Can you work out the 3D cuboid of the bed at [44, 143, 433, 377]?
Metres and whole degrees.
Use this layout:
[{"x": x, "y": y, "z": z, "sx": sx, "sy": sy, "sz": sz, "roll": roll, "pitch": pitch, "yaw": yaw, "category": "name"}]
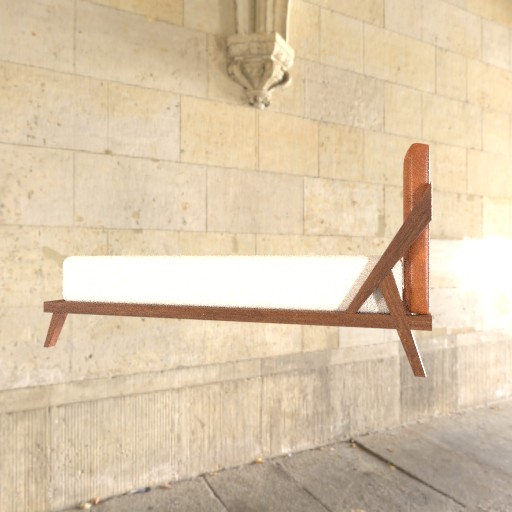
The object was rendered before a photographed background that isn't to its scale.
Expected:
[{"x": 0.000, "y": 0.000, "z": 3.251, "sx": 2.311, "sy": 1.168, "sz": 1.651, "roll": 0, "pitch": 0, "yaw": 18, "category": "bed"}]
